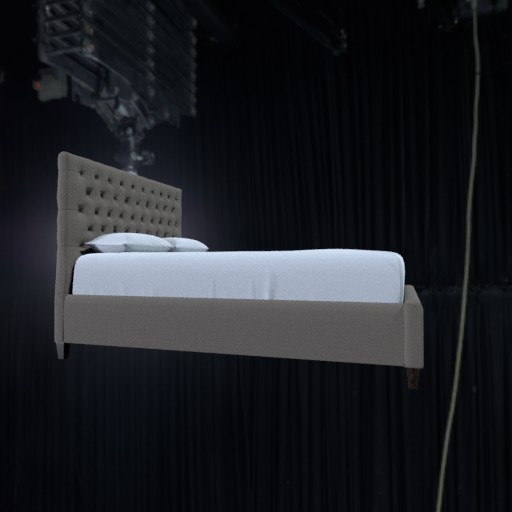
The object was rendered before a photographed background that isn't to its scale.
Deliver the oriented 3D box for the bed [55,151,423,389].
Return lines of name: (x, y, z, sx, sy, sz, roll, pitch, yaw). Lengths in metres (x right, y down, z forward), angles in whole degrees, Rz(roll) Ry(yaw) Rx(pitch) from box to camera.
bed: (0.000, 0.000, 3.473, 2.387, 1.427, 1.698, 0, -1, 18)
